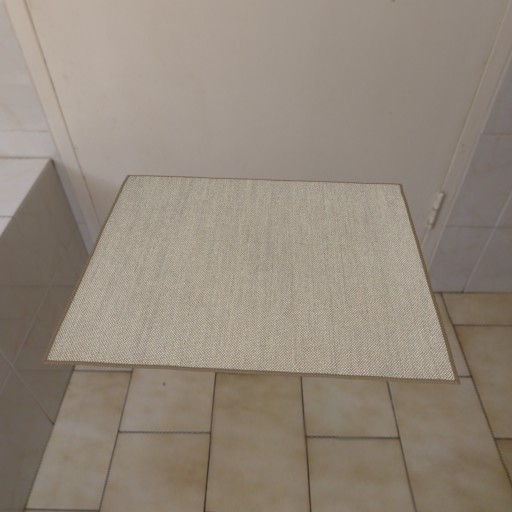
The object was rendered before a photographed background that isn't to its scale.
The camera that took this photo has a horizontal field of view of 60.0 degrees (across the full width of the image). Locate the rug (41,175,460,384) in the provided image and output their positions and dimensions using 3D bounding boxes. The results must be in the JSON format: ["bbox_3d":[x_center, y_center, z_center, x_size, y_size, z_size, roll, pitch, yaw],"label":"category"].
[{"bbox_3d":[0.000,0.000,4.025,3.041,0.020,2.413,2,45,2],"label":"rug"}]
